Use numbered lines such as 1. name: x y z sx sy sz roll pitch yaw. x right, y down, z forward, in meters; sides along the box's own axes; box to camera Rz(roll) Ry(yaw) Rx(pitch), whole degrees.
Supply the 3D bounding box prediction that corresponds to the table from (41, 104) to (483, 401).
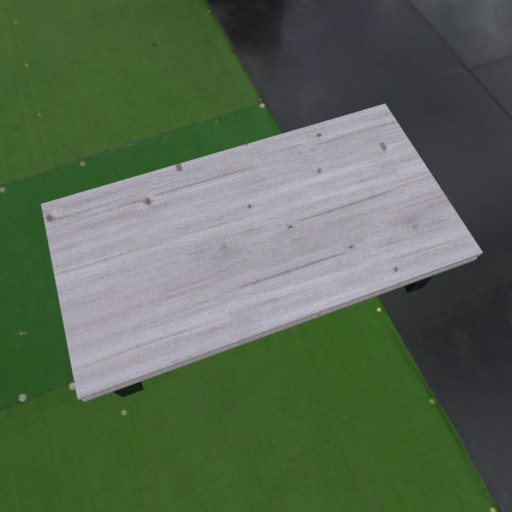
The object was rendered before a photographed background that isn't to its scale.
1. table: 0.000 0.000 1.717 1.350 0.450 0.700 -18 66 -9
